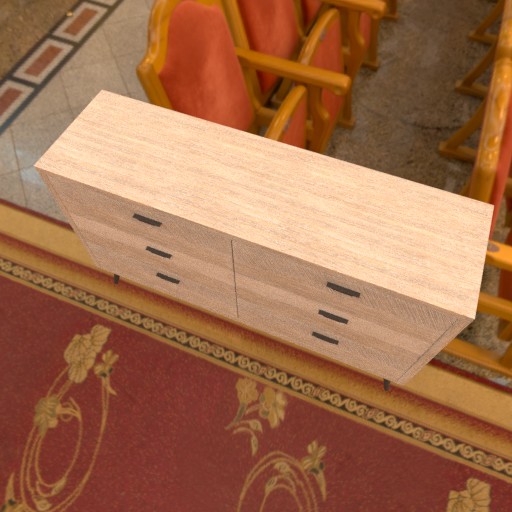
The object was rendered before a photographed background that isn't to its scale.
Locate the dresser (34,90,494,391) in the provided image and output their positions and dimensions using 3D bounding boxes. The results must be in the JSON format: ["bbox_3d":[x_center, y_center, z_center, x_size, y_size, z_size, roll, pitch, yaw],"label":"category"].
[{"bbox_3d":[0.000,0.000,1.906,1.524,0.914,0.457,19,61,11],"label":"dresser"}]
